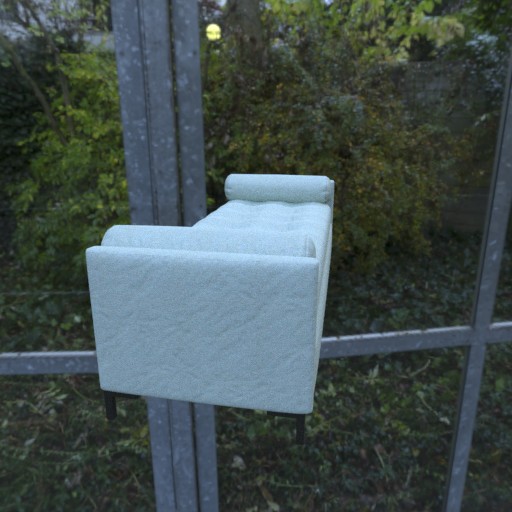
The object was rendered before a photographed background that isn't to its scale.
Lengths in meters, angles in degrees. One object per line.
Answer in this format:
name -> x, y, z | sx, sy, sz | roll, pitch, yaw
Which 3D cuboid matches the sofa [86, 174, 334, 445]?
sofa -> 0.000, 0.000, 2.452 | 0.796, 0.705, 2.102 | 3, 17, 10
